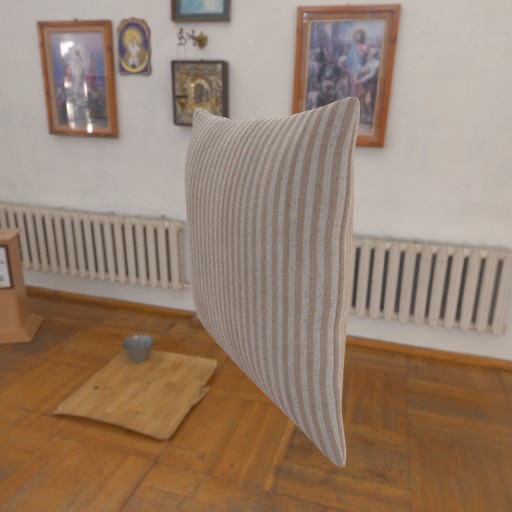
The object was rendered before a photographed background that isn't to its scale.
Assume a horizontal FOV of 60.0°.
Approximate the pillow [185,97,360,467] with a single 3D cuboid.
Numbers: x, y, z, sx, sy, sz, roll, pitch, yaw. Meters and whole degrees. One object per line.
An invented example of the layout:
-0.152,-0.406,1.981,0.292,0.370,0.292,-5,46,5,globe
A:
0.000,0.000,0.783,0.166,0.510,0.523,-9,19,-26,pillow
